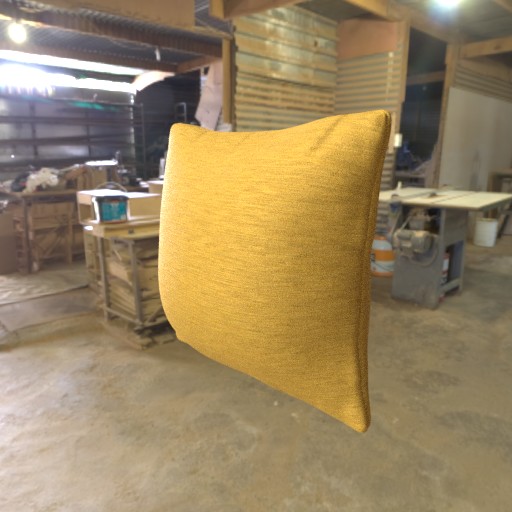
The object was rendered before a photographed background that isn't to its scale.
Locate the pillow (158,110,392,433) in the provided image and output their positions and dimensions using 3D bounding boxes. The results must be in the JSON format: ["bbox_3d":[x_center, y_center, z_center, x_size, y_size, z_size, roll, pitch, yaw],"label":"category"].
[{"bbox_3d":[0.000,0.000,0.698,0.247,0.417,0.435,-13,19,-43],"label":"pillow"}]
